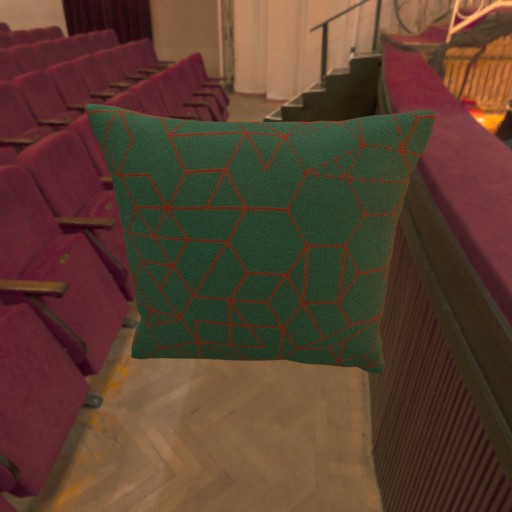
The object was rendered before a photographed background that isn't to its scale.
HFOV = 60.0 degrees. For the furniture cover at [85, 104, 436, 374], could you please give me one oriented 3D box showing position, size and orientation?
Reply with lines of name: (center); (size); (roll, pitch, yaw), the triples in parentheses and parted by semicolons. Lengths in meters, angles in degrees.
furniture cover: (0.000, 0.000, 0.777); (0.517, 0.508, 0.158); (2, 30, 3)
